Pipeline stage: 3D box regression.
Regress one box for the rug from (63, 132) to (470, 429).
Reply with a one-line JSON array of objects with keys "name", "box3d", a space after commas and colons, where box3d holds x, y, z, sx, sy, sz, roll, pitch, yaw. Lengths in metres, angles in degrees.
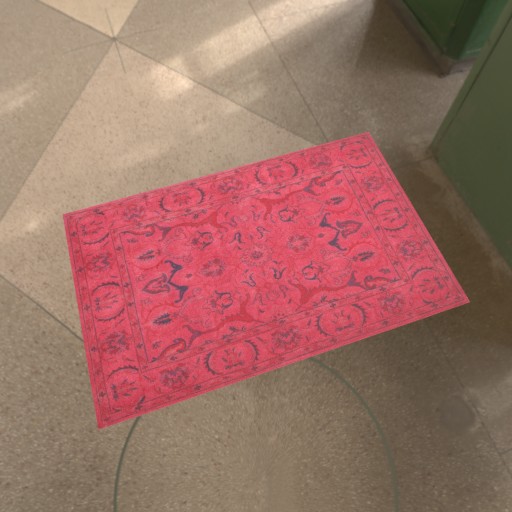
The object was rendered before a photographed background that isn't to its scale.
[{"name": "rug", "box3d": [0.000, 0.000, 3.040, 2.423, 0.010, 1.534, -17, 64, -8]}]
